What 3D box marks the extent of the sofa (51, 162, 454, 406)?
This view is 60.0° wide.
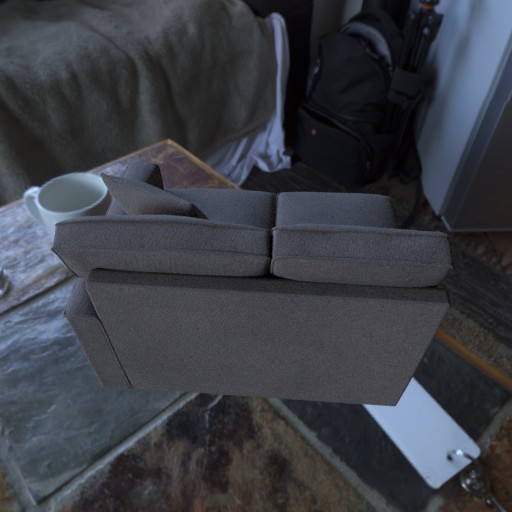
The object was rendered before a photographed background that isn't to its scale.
[{"bbox_3d":[0.000,0.000,2.038,1.388,0.989,0.991,3,47,3],"label":"sofa"}]
